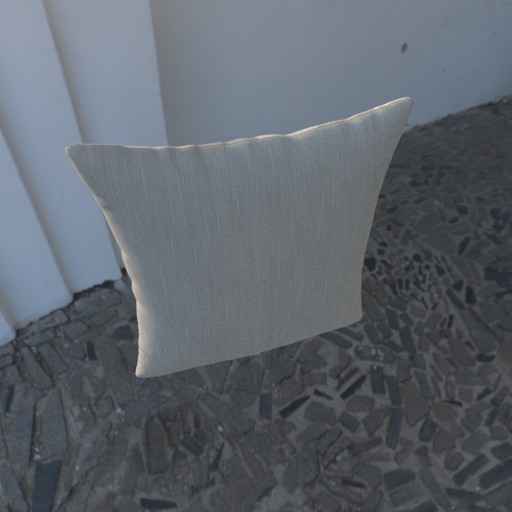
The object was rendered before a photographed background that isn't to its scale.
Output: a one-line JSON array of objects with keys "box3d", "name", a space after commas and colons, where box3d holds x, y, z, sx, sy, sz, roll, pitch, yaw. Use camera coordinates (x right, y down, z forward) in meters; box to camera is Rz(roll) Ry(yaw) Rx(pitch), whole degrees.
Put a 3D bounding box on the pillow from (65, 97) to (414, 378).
[{"box3d": [0.000, 0.000, 0.787, 0.511, 0.509, 0.161, -12, 43, -14], "name": "pillow"}]
